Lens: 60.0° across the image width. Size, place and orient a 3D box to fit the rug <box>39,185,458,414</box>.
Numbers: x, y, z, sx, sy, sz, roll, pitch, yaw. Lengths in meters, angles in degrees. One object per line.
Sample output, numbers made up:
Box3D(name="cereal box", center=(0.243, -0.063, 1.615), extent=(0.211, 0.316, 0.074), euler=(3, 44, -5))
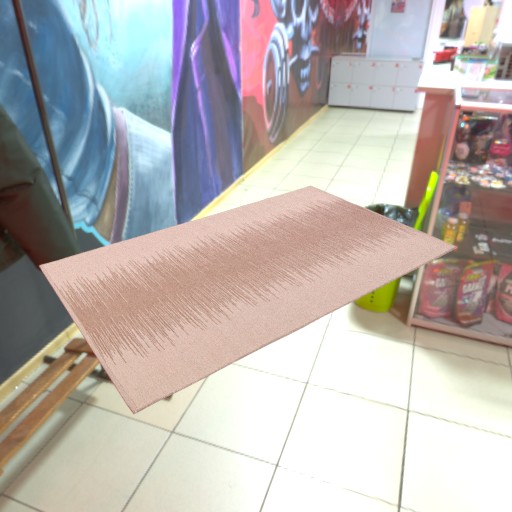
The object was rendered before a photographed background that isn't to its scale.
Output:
Box3D(name="rug", center=(0.000, 0.000, 3.029), extent=(2.440, 0.012, 1.522), euler=(-21, 36, -31))
